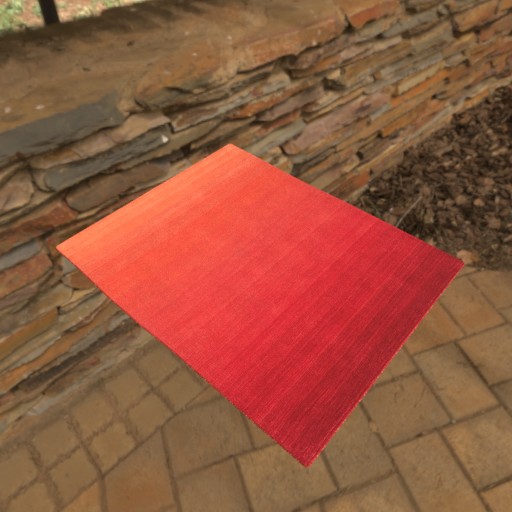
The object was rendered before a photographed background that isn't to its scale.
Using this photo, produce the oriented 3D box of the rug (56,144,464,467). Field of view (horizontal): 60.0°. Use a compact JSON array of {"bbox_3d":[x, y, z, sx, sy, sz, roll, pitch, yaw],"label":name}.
[{"bbox_3d":[0.000,0.000,4.002,2.905,0.028,2.340,33,55,27],"label":"rug"}]
